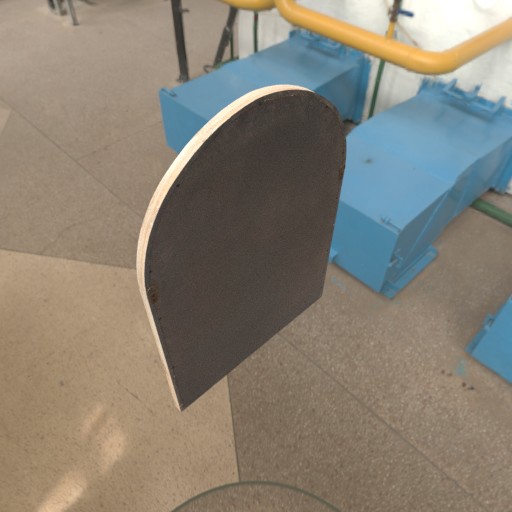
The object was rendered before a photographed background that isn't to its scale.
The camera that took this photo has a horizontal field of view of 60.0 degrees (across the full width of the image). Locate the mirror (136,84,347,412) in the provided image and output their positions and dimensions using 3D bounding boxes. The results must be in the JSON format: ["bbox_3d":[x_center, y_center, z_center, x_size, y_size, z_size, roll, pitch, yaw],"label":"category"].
[{"bbox_3d":[0.000,0.000,1.196,0.660,0.920,0.032,-35,56,-28],"label":"mirror"}]
